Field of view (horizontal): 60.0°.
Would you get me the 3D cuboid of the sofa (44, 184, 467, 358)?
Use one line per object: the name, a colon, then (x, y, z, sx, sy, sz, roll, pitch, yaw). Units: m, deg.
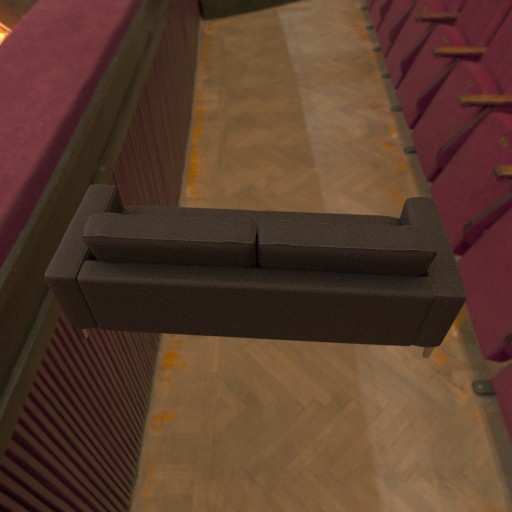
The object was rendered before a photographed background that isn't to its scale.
sofa: (0.000, 0.000, 2.734, 2.275, 0.893, 0.833, 3, 47, 2)
